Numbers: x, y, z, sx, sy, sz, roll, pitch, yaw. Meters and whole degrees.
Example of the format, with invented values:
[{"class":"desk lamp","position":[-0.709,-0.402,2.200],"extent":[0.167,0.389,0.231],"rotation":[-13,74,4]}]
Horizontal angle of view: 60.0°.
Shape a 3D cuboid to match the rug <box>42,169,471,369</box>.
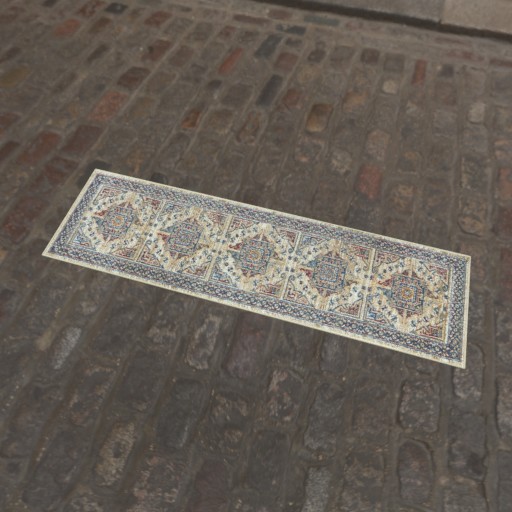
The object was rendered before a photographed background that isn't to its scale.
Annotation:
[{"class":"rug","position":[0.000,0.000,2.470],"extent":[2.297,0.013,0.661],"rotation":[14,60,8]}]
